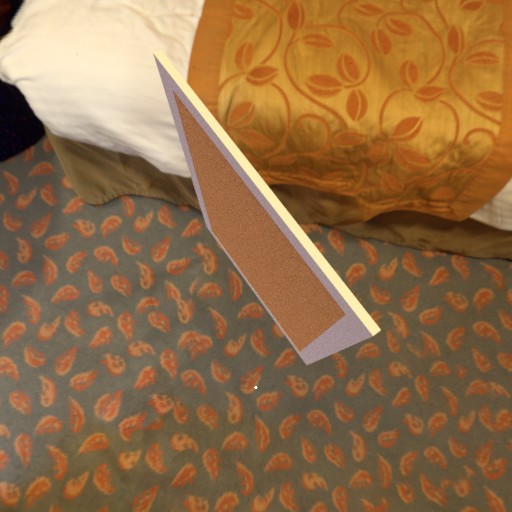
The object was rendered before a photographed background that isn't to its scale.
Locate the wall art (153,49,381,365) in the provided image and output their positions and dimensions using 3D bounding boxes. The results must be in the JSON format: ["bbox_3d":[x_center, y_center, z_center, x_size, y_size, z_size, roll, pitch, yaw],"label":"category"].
[{"bbox_3d":[0.000,0.000,0.848,0.011,0.659,0.454,-34,76,-9],"label":"wall art"}]
